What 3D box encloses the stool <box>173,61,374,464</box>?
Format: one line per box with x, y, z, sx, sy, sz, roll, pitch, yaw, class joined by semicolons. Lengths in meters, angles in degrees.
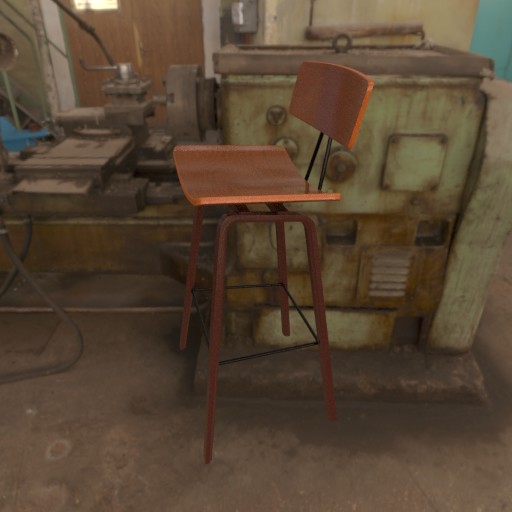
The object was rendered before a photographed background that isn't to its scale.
0.000;0.000;1.241;0.440;0.969;0.509;-8;31;-14;stool
